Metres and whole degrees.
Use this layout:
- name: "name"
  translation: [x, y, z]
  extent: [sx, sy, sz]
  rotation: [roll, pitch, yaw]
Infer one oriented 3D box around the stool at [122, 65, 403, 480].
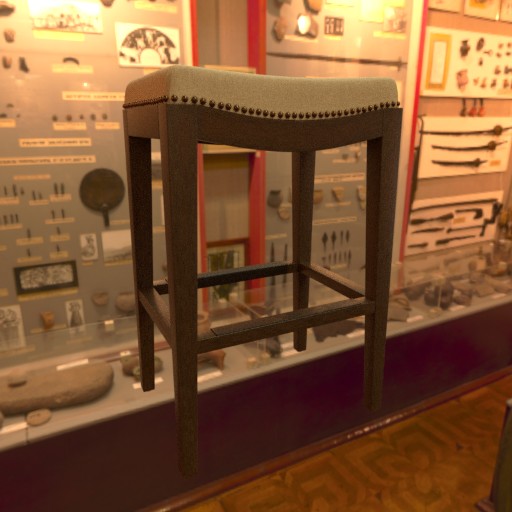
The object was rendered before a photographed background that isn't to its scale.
- name: "stool"
  translation: [0.000, 0.000, 1.014]
  extent: [0.498, 0.759, 0.358]
  rotation: [-8, 18, -26]
